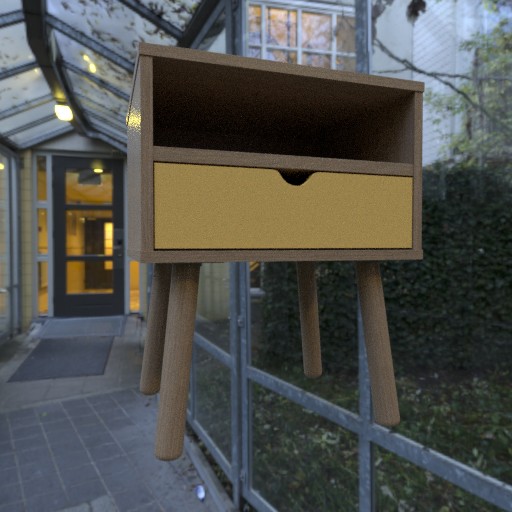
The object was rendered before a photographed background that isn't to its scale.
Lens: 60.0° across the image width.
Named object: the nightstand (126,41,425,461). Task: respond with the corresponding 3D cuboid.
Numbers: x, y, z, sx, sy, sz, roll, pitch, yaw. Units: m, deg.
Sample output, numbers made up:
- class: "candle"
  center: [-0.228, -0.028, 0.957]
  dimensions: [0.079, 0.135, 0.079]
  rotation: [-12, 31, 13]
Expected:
- class: "nightstand"
  center: [0.000, 0.000, 0.836]
  dimensions: [0.450, 0.571, 0.380]
  rotation: [-1, 2, -19]
